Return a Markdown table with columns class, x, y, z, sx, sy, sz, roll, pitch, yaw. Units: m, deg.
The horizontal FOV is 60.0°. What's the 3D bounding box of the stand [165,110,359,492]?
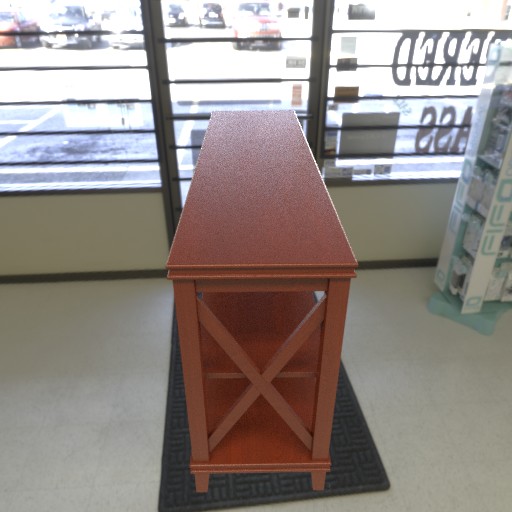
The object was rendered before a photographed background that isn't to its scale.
| class | x | y | z | sx | sy | sz | roll | pitch | yaw |
| --- | --- | --- | --- | --- | --- | --- | --- | --- | --- |
| stand | 0.000 | 0.000 | 1.654 | 0.381 | 0.762 | 1.372 | -1 | 30 | -1 |
